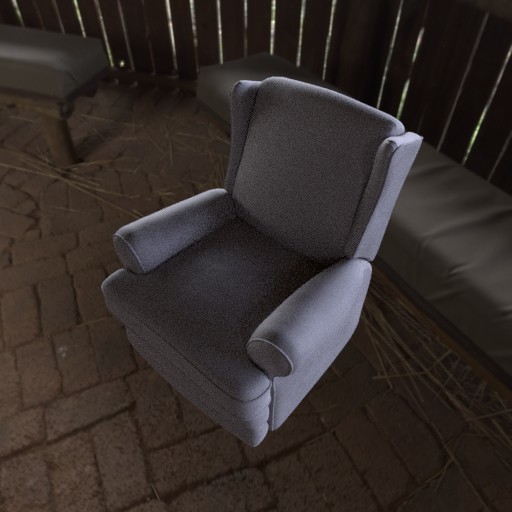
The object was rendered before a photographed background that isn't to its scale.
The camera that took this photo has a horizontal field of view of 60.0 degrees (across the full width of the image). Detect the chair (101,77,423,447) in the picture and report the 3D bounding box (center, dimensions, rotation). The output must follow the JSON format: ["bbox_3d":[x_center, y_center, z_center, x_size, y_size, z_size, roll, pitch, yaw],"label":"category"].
[{"bbox_3d":[0.000,0.000,1.681,0.847,1.011,0.969,31,54,27],"label":"chair"}]
